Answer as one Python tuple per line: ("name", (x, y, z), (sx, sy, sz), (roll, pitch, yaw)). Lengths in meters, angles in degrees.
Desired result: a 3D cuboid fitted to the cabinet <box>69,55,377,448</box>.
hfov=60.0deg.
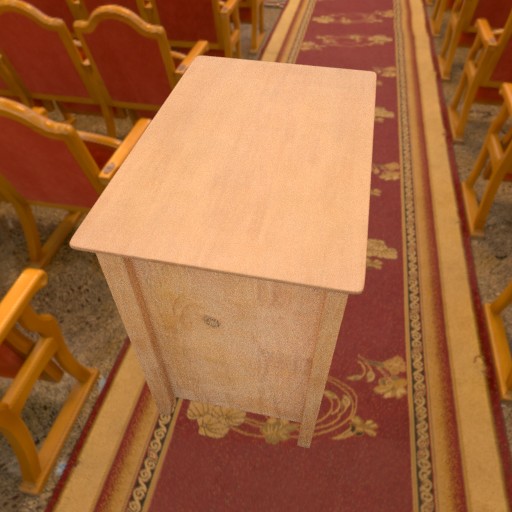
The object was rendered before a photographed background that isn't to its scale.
("cabinet", (0.000, 0.000, 1.254), (0.503, 0.762, 0.763), (9, 48, 8))
